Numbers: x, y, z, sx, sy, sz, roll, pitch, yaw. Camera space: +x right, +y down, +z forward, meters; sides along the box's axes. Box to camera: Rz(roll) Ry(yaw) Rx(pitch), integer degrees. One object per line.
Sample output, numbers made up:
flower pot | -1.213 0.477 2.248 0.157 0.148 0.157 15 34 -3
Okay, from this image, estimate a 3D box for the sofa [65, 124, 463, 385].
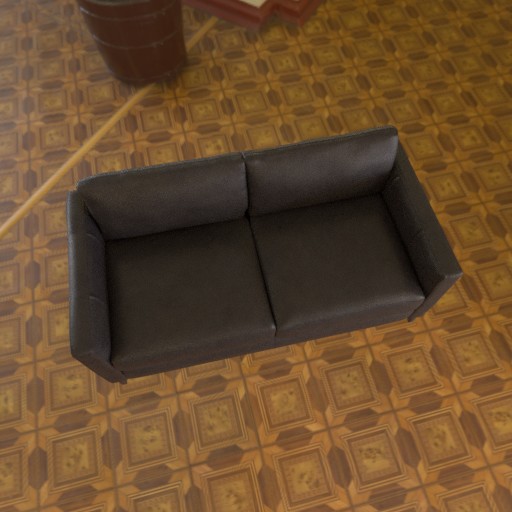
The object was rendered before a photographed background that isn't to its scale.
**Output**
sofa | 0.000 0.000 2.315 1.805 0.883 0.947 -13 63 -7
